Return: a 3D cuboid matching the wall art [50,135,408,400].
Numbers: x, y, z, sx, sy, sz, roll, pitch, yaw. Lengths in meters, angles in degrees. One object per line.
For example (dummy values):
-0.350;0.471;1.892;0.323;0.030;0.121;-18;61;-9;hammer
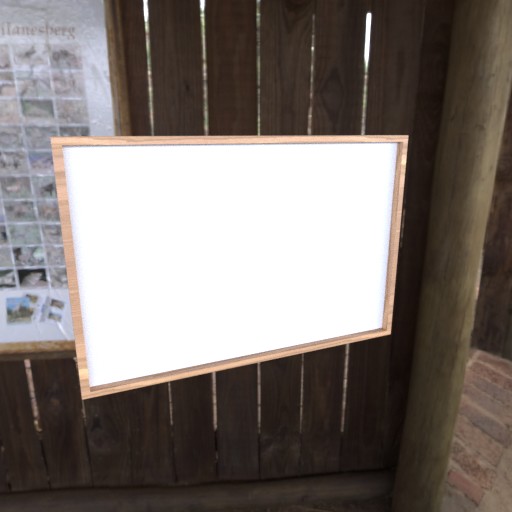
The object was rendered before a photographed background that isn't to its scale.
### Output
0.000;0.000;1.444;1.137;0.756;0.034;-7;17;-22;wall art
